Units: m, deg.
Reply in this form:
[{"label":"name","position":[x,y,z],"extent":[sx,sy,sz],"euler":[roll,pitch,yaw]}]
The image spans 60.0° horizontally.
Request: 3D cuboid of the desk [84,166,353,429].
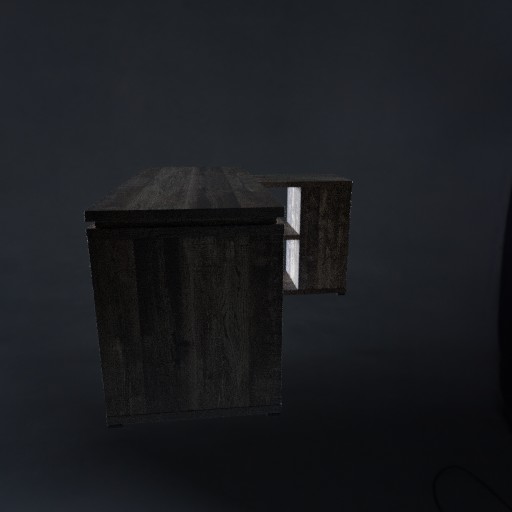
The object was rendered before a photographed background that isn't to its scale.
[{"label":"desk","position":[0.000,0.000,2.204],"extent":[1.200,0.753,1.524],"euler":[-2,16,-6]}]
